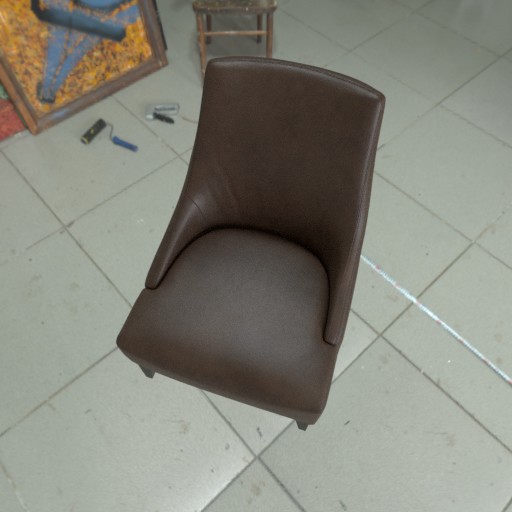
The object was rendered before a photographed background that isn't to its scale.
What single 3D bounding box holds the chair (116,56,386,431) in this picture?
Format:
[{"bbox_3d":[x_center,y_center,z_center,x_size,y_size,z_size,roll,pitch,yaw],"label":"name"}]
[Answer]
[{"bbox_3d":[0.000,0.000,1.493,0.701,0.909,0.861,16,59,10],"label":"chair"}]
